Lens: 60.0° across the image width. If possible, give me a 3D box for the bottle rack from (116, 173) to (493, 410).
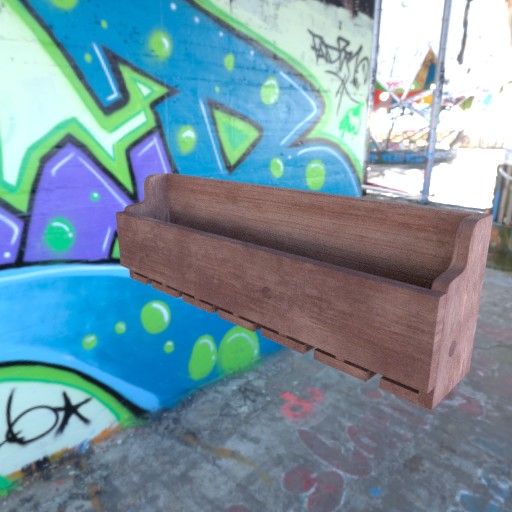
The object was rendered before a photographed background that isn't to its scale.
[{"bbox_3d":[0.000,0.000,0.676,0.608,0.196,0.126,16,23,42],"label":"bottle rack"}]
